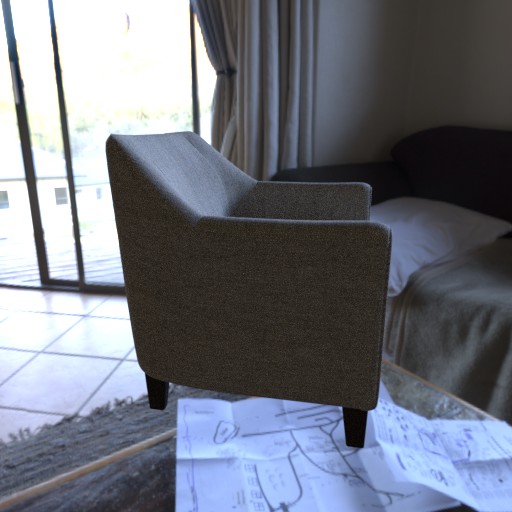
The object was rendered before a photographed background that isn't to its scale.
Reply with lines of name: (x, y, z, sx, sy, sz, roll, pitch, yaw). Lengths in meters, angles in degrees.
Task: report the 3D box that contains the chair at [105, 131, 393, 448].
chair: (0.000, 0.000, 1.417, 0.758, 0.761, 0.796, 3, 17, 10)
